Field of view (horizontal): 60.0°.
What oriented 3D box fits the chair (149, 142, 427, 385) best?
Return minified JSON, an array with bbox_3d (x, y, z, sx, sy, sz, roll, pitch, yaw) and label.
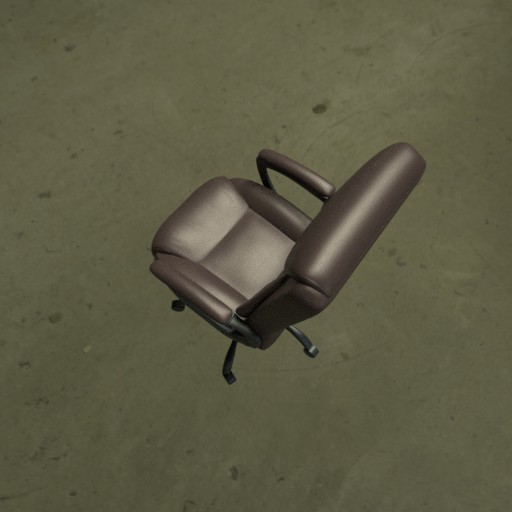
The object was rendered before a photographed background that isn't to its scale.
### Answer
[{"bbox_3d":[0.000,0.000,1.439,0.655,1.072,0.615,34,67,16],"label":"chair"}]
